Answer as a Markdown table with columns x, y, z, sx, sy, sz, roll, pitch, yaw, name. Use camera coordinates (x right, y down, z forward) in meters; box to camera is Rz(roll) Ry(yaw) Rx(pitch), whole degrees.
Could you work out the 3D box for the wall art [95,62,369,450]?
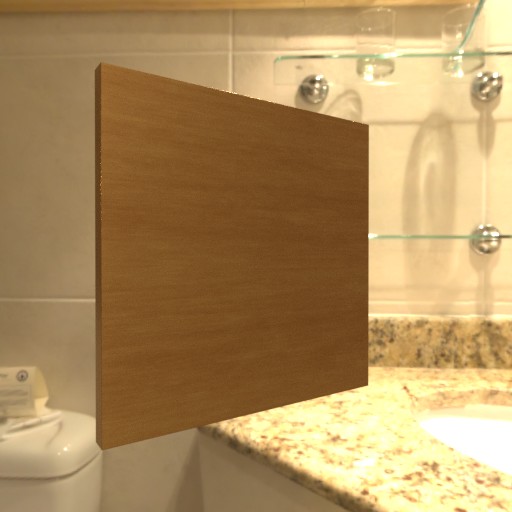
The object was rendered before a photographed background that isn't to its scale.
| x | y | z | sx | sy | sz | roll | pitch | yaw | name |
| --- | --- | --- | --- | --- | --- | --- | --- | --- | --- |
| 0.000 | 0.000 | 0.437 | 0.302 | 0.302 | 0.019 | 0 | 1 | -34 | wall art |
